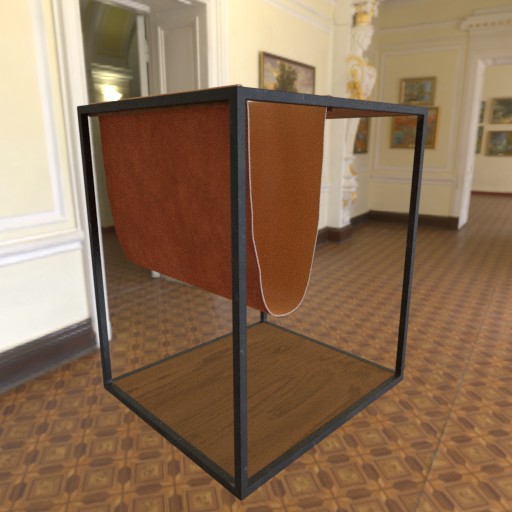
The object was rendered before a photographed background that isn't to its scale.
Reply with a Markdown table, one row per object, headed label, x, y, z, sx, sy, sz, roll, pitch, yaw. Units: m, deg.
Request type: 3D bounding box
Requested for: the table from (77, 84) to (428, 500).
| label | x | y | z | sx | sy | sz | roll | pitch | yaw |
| --- | --- | --- | --- | --- | --- | --- | --- | --- | --- |
| table | 0.000 | 0.000 | 0.823 | 0.450 | 0.536 | 0.399 | -14 | 20 | -43 |
